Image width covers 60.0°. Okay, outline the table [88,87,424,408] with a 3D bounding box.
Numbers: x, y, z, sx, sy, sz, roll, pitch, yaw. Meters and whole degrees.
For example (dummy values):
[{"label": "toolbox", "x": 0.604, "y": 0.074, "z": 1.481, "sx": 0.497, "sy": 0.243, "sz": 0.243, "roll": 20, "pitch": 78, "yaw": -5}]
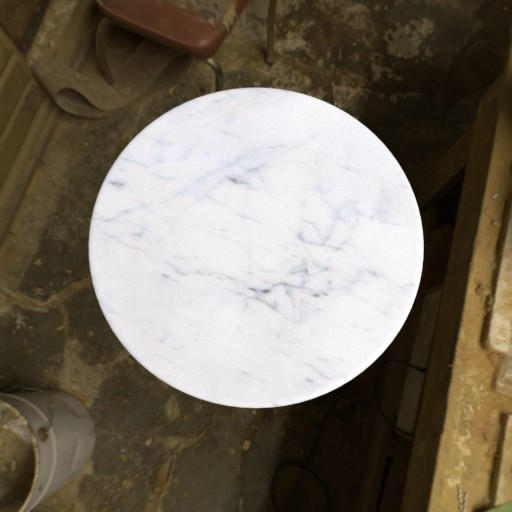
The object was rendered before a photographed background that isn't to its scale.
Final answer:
[{"label": "table", "x": 0.000, "y": 0.000, "z": 1.275, "sx": 0.800, "sy": 0.450, "sz": 0.800, "roll": 0, "pitch": 75, "yaw": 0}]
